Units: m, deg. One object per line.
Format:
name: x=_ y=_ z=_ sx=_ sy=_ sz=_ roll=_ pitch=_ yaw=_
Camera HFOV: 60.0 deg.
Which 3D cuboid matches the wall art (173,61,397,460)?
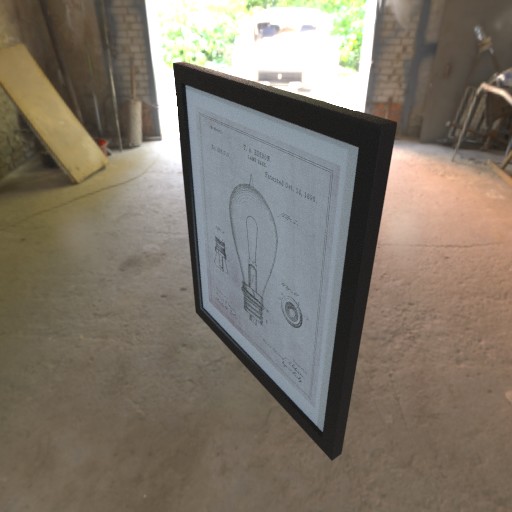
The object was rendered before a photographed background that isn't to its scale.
wall art: x=0.000 y=0.000 z=0.693 sx=0.021 sy=0.509 sz=0.430 roll=-20 pitch=38 yaw=-29
